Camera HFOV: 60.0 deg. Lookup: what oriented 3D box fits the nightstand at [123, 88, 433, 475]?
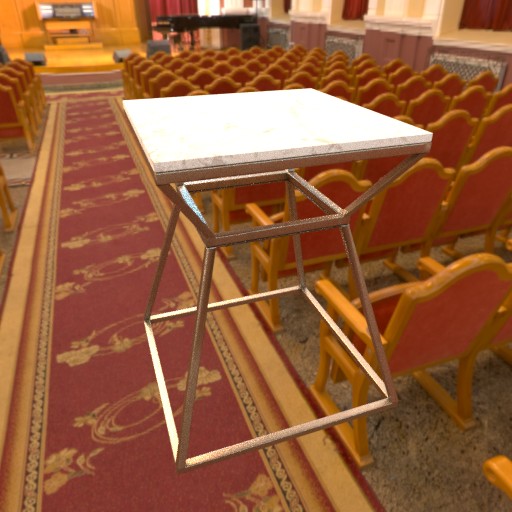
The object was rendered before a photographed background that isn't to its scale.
[{"bbox_3d":[0.000,0.000,0.890,0.455,0.554,0.455,-10,31,-17],"label":"nightstand"}]
